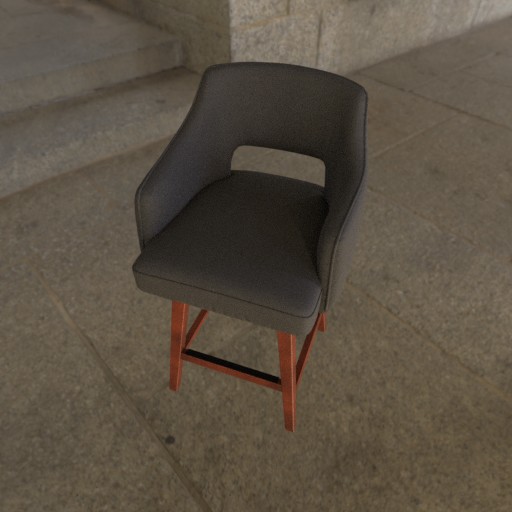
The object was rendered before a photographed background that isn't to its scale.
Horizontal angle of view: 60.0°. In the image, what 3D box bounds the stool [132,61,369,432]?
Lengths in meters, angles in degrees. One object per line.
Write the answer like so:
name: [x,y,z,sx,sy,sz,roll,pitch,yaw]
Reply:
stool: [0.000,0.000,1.287,0.548,0.912,0.558,14,44,15]
